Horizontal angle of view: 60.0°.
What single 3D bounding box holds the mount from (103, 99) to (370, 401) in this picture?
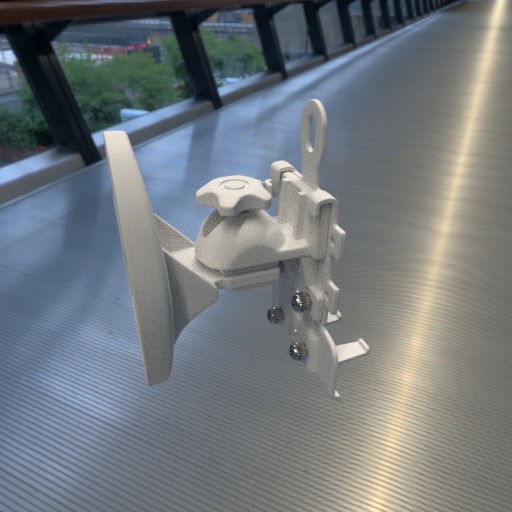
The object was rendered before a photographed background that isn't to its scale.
[{"bbox_3d":[0.000,0.000,0.178,0.100,0.118,0.066,-10,32,-17],"label":"mount"}]
